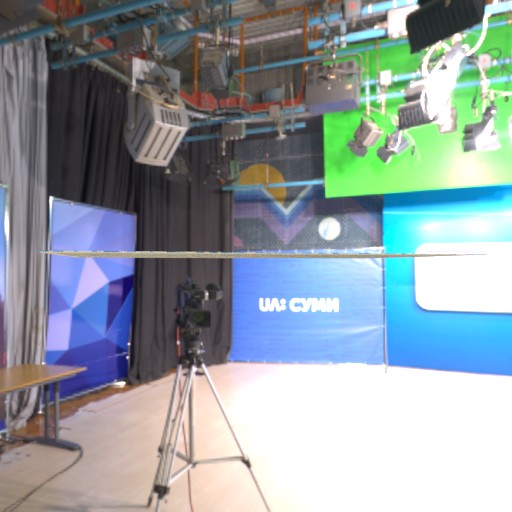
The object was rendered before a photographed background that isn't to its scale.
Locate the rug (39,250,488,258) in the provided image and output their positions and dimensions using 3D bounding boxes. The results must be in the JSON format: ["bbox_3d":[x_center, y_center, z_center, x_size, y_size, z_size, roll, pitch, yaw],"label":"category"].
[{"bbox_3d":[0.000,0.000,3.033,2.447,0.011,1.520,0,-1,-16],"label":"rug"}]
